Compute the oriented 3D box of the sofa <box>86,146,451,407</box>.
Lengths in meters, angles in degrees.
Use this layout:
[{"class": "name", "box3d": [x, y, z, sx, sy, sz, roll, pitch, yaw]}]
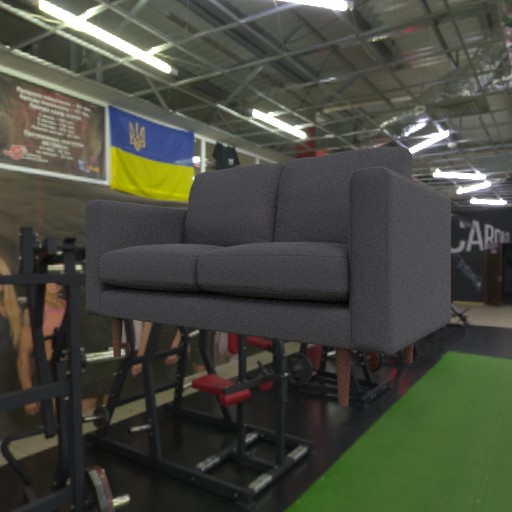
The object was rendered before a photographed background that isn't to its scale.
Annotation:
[{"class": "sofa", "box3d": [0.000, 0.000, 1.920, 1.430, 0.908, 0.796, 0, 0, 36]}]
